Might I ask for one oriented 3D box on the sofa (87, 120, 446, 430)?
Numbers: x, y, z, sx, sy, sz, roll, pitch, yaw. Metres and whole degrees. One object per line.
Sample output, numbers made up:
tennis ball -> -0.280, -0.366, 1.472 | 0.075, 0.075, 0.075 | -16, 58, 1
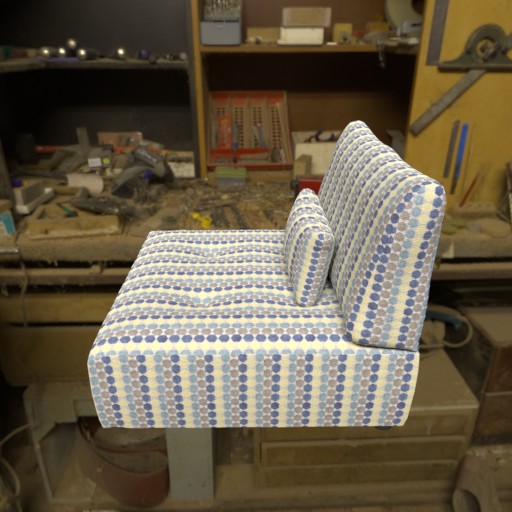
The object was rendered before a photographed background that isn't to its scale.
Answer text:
sofa -> 0.000, 0.000, 1.652 | 1.000, 0.830, 0.930 | 0, 27, 0
